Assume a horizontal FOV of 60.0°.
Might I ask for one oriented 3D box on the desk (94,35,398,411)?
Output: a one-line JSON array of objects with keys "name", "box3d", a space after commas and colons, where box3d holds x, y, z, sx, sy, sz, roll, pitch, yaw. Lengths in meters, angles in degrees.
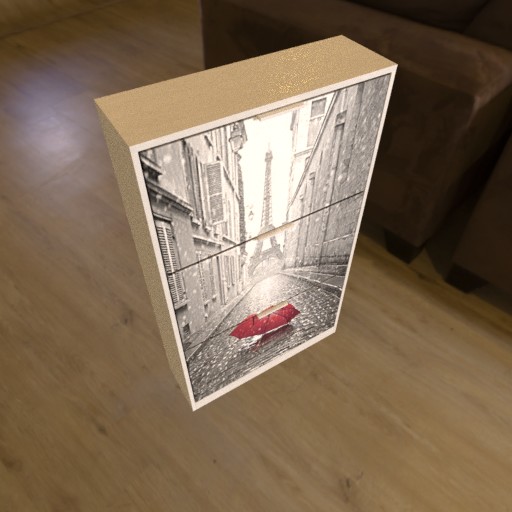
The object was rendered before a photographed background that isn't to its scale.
[{"name": "desk", "box3d": [0.000, 0.000, 1.580, 0.750, 1.280, 0.250, -24, 51, -21]}]
